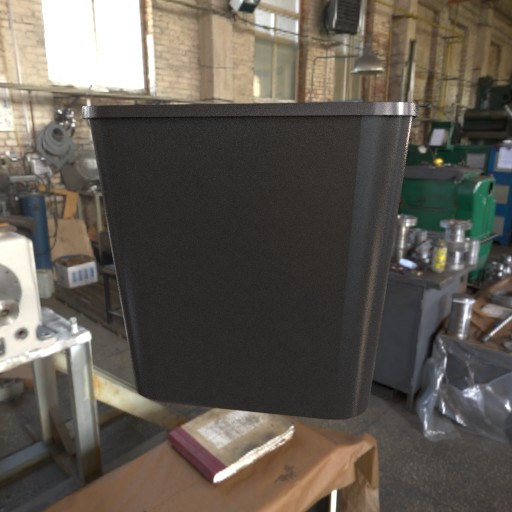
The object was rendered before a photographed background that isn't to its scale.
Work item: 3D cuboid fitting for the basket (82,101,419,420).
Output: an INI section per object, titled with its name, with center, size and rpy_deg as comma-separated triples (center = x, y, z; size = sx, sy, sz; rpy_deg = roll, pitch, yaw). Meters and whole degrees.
[basket]
center = 0.000, 0.000, 0.494
size = 0.300, 0.307, 0.211
rpy_deg = 2, 15, 9
